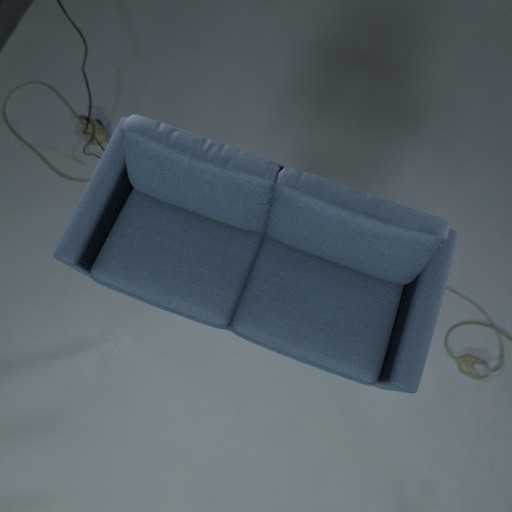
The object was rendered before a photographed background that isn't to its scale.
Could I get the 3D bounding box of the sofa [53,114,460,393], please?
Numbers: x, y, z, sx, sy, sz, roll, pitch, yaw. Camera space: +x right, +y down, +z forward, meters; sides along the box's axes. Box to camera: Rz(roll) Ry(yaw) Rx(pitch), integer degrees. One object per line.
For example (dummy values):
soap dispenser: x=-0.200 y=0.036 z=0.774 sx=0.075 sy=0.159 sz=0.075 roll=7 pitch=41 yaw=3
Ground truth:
sofa: x=0.000 y=0.000 z=2.387 sx=1.900 sy=0.865 sz=0.877 roll=20 pitch=76 yaw=5
